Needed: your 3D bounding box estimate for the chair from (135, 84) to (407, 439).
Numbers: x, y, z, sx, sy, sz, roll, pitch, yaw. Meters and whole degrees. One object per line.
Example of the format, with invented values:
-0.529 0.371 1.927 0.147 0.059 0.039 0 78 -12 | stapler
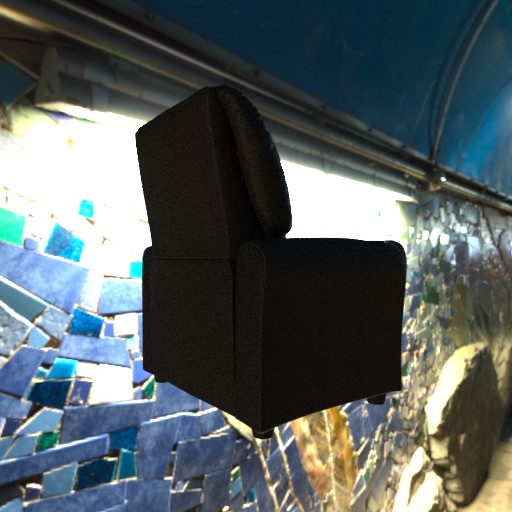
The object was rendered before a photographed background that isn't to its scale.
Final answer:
0.000 0.000 1.156 0.521 0.709 0.610 0 0 -36 | chair
